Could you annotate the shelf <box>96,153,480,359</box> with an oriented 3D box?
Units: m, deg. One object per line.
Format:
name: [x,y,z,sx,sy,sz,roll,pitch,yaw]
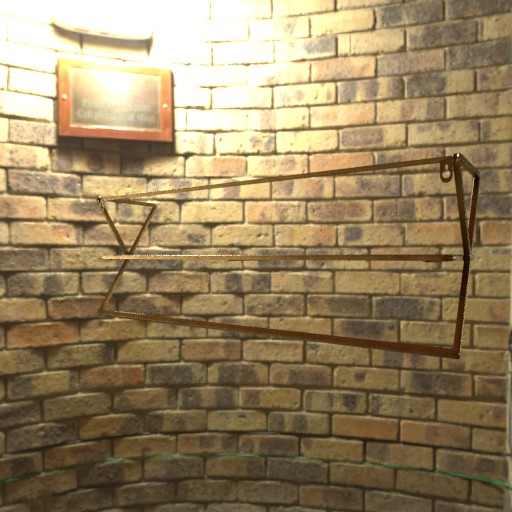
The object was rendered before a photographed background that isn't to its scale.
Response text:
shelf: [0.000,0.000,0.730,0.645,0.229,0.150,0,0,35]
